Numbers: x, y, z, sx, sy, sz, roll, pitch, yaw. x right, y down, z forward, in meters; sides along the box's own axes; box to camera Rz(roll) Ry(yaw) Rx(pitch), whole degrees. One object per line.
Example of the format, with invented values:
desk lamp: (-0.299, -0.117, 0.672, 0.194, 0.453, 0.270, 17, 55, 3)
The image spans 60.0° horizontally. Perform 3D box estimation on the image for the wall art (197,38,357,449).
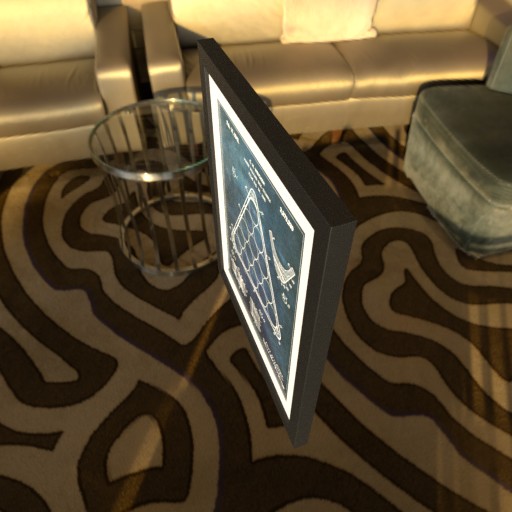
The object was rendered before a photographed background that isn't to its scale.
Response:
wall art: (0.000, 0.000, 0.702, 0.025, 0.508, 0.432, -15, 49, -14)
